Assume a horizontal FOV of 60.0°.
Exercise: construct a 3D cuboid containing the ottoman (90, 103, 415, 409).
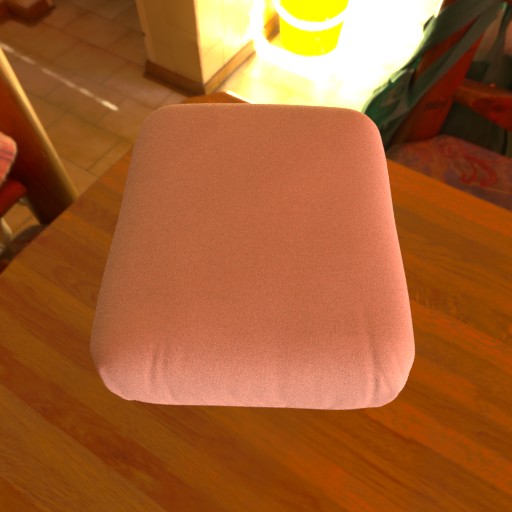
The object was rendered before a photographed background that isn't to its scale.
[{"bbox_3d":[0.000,0.000,1.104,0.622,0.450,0.746,1,58,1],"label":"ottoman"}]
